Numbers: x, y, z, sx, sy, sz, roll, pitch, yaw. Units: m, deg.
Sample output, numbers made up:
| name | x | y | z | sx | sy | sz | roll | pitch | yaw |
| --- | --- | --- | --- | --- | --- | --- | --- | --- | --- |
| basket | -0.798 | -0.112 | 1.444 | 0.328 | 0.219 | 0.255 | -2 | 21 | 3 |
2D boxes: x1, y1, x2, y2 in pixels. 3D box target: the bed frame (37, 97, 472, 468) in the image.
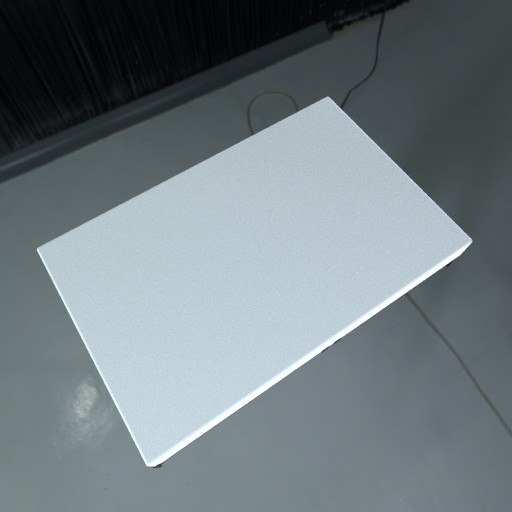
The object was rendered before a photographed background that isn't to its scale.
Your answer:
| name | x | y | z | sx | sy | sz | roll | pitch | yaw |
| --- | --- | --- | --- | --- | --- | --- | --- | --- | --- |
| bed frame | 0.000 | 0.000 | 3.772 | 2.987 | 0.440 | 1.930 | -31 | 68 | -14 |
